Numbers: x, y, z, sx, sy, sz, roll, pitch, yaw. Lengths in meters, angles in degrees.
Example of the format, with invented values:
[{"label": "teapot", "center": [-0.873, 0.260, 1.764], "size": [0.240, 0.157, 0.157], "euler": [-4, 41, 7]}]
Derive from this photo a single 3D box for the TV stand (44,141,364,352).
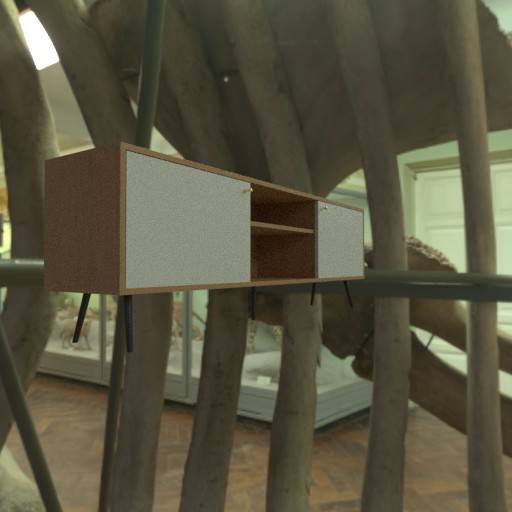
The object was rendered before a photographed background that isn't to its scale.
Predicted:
[{"label": "TV stand", "center": [0.000, 0.000, 2.002], "size": [0.400, 0.580, 1.760], "euler": [-1, -1, 35]}]
